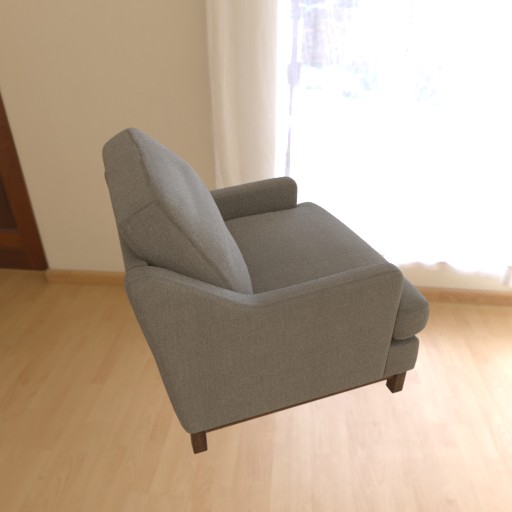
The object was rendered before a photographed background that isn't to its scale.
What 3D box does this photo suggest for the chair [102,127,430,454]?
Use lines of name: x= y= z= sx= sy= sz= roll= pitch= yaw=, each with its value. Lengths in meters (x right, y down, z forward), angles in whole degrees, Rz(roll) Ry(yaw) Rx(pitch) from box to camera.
chair: x=0.000 y=0.000 z=1.533 sx=0.892 sy=0.821 sz=0.826 roll=-10 pitch=32 yaw=-17
